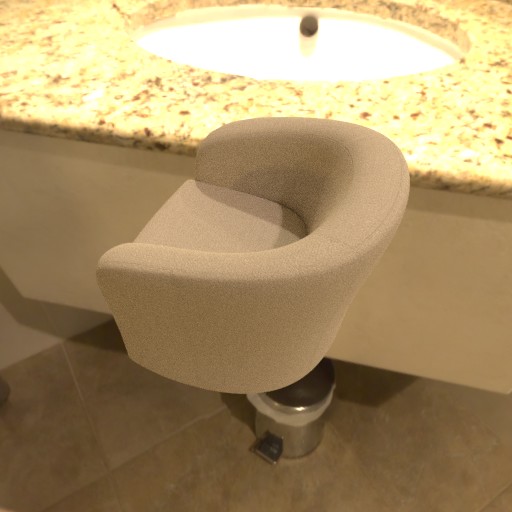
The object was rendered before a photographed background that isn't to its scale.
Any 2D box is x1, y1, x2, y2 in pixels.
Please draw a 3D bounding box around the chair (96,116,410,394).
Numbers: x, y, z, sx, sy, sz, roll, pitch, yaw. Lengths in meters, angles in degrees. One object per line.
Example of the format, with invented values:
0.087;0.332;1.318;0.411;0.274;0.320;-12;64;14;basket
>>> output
0.000;0.000;1.466;0.815;0.771;0.791;16;48;15;chair
